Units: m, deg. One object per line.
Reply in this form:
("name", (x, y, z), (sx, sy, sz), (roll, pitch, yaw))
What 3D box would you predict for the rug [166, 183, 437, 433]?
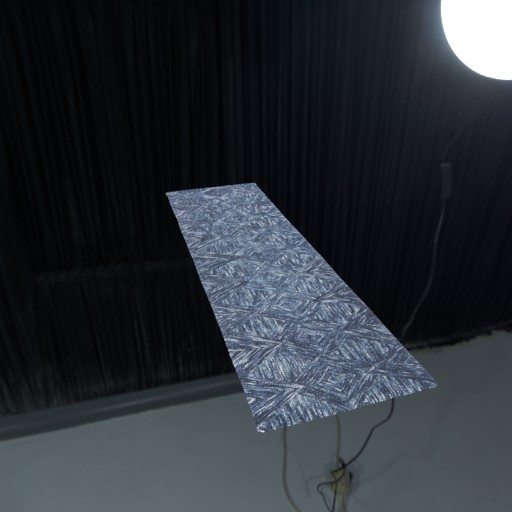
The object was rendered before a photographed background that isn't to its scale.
("rug", (0.000, 0.000, 2.511), (0.719, 0.013, 2.306), (-9, 30, -15))
